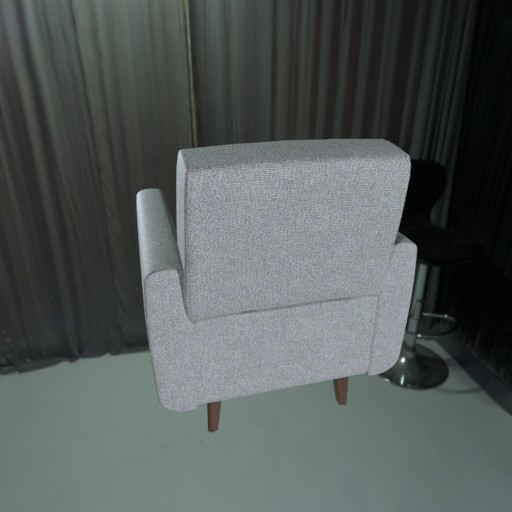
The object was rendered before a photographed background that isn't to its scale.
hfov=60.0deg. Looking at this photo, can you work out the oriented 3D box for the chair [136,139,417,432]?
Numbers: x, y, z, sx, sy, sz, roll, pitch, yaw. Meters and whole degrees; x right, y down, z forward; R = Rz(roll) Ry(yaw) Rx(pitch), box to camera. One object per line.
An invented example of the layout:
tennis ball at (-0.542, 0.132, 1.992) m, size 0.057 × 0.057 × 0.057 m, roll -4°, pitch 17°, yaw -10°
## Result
chair at (0.000, 0.000, 1.674) m, size 0.845 × 0.968 × 0.942 m, roll -7°, pitch 26°, yaw -14°
